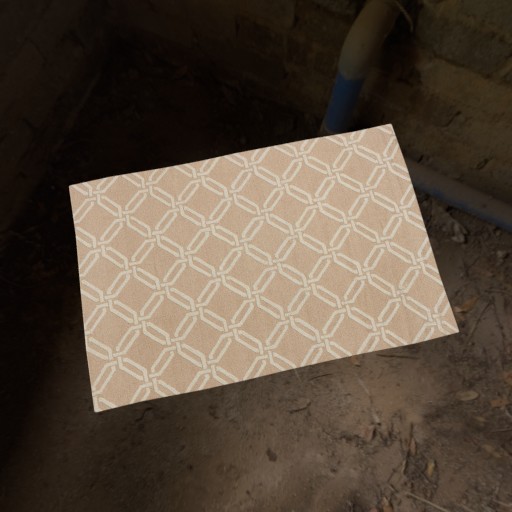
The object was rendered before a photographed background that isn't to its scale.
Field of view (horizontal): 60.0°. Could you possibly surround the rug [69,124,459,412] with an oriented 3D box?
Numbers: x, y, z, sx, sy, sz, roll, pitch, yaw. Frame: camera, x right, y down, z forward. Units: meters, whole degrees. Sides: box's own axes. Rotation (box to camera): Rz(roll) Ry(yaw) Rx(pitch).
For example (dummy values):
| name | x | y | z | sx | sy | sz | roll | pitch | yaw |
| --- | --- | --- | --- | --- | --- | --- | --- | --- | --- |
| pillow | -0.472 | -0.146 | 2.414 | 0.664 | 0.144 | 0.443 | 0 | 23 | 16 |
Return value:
| name | x | y | z | sx | sy | sz | roll | pitch | yaw |
| --- | --- | --- | --- | --- | --- | --- | --- | --- | --- |
| rug | 0.000 | 0.000 | 2.194 | 1.745 | 0.010 | 1.146 | -12 | 75 | -3 |
